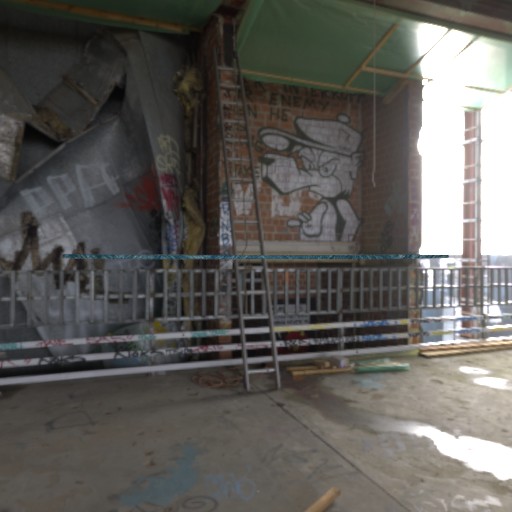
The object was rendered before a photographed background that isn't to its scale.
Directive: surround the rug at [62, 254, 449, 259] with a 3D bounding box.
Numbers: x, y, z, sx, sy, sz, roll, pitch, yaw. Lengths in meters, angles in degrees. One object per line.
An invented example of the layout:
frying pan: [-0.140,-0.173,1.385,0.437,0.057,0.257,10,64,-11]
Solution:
rug: [0.000,0.000,2.140,1.136,0.017,1.728,0,0,0]
